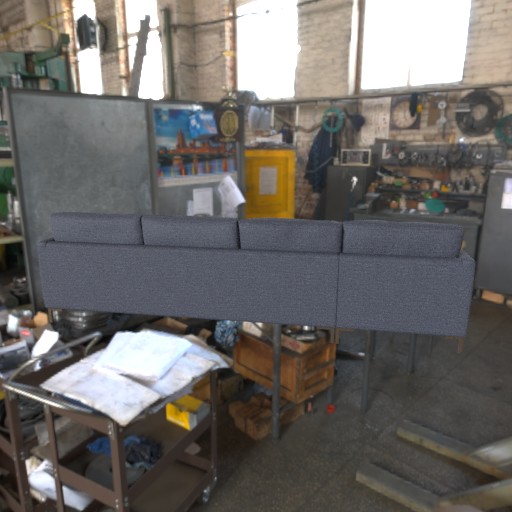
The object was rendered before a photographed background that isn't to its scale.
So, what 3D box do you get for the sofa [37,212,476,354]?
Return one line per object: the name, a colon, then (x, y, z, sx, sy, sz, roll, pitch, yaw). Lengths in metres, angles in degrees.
sofa: (0.000, 0.000, 2.945, 2.445, 0.673, 1.125, 3, 15, 10)
